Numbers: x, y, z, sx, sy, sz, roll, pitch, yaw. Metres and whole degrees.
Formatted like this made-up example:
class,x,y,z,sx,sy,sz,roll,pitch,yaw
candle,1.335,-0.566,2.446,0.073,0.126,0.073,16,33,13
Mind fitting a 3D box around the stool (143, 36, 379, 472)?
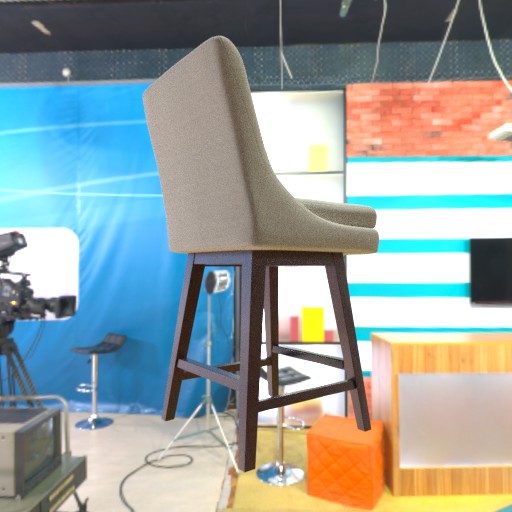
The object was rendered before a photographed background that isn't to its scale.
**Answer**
class,x,y,z,sx,sy,sz,roll,pitch,yaw
stool,0.000,0.000,1.298,0.559,0.991,0.483,1,-2,-37
